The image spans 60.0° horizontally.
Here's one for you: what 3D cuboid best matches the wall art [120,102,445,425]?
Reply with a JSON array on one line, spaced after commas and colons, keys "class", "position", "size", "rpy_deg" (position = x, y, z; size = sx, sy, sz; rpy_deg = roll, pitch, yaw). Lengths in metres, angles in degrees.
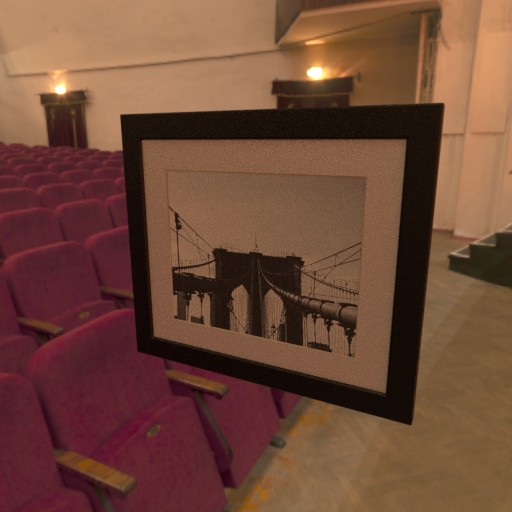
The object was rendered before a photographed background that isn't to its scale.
[{"class": "wall art", "position": [0.000, 0.000, 0.717], "size": [0.521, 0.450, 0.018], "rpy_deg": [7, 16, 26]}]
